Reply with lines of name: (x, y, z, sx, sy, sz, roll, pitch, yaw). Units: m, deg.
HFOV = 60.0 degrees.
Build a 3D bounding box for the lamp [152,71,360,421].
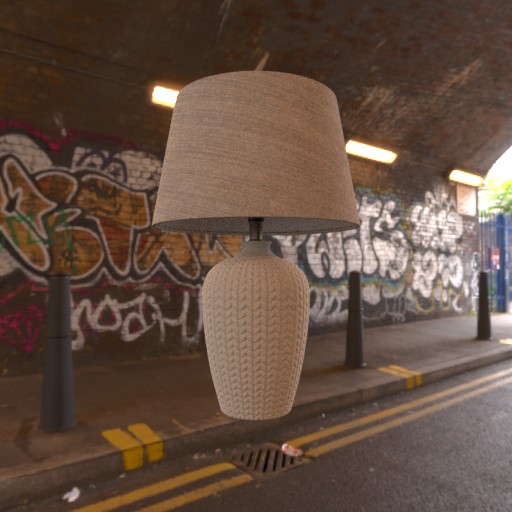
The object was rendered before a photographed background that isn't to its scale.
lamp: (0.000, 0.000, 0.849, 0.390, 0.580, 0.390, 0, -1, 0)
